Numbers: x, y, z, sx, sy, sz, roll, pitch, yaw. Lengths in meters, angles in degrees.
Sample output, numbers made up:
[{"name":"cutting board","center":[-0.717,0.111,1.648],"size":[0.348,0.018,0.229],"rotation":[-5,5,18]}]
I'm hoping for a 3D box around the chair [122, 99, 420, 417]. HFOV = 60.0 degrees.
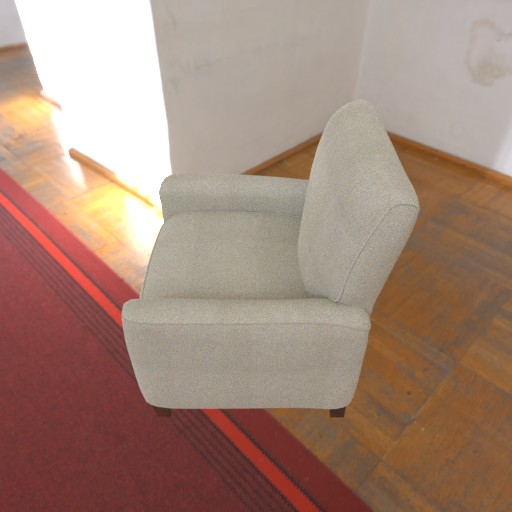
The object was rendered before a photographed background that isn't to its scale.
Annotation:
[{"name":"chair","center":[0.000,0.000,1.654],"size":[0.853,1.006,0.850],"rotation":[0,42,0]}]
